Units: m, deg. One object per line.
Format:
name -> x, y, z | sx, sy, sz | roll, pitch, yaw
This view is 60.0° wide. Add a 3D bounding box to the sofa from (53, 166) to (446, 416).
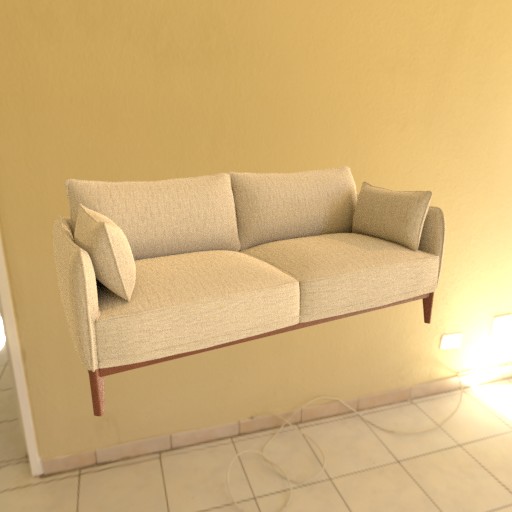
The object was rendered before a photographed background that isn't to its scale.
sofa -> 0.000, 0.000, 2.441 | 1.989, 0.860, 0.991 | -9, 19, -26
